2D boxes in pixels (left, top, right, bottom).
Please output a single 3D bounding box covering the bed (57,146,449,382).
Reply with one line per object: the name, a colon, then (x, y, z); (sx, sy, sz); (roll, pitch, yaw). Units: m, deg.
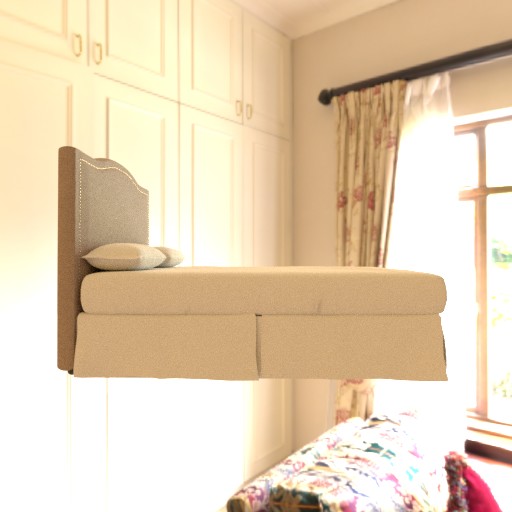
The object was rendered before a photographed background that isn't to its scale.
bed: (0.000, 0.000, 3.400); (2.282, 1.436, 1.821); (0, 0, 1)
